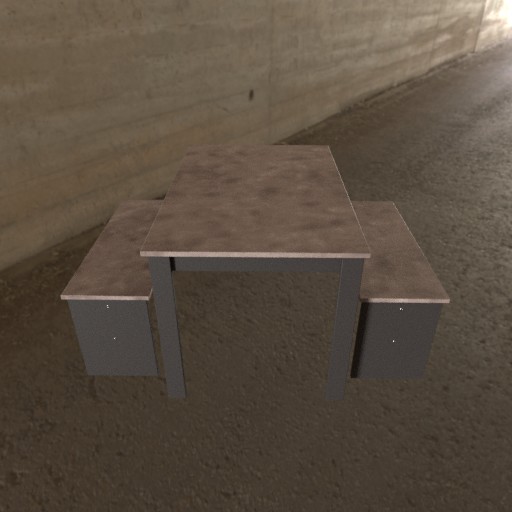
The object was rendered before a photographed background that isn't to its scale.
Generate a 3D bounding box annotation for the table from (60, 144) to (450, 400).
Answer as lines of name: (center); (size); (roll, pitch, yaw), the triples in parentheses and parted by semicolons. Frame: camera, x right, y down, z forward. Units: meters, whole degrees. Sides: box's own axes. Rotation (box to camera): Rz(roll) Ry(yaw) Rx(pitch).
table: (0.000, 0.000, 2.051); (1.443, 0.700, 1.100); (0, 31, 1)
